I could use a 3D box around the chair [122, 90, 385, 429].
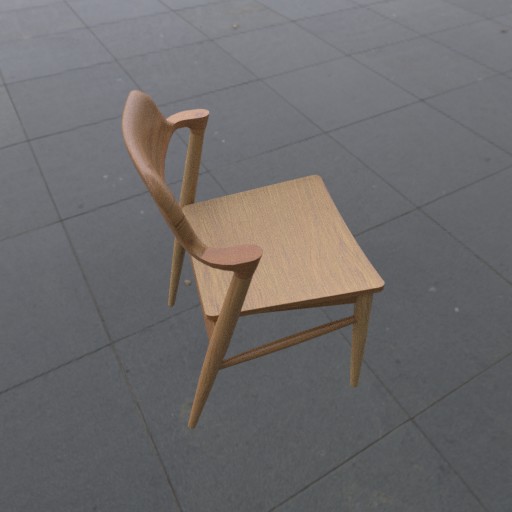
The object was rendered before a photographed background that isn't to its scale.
[{"bbox_3d":[0.000,0.000,1.112,0.499,0.792,0.512,-11,48,-10],"label":"chair"}]
